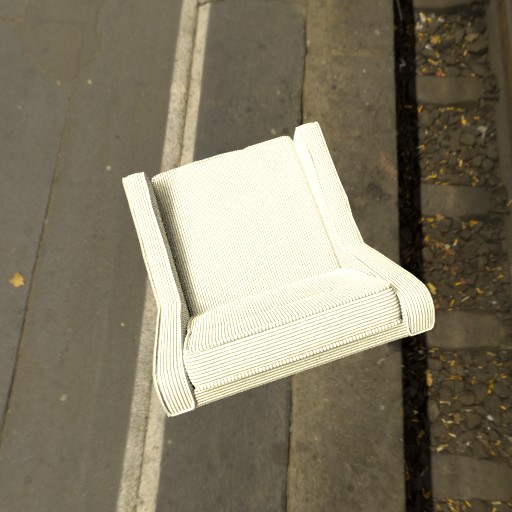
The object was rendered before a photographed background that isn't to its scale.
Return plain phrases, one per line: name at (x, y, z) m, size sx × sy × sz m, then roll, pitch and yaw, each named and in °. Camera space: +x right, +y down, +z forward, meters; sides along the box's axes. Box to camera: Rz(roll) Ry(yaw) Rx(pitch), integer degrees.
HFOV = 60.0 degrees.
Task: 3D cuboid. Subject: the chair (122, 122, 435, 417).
chair at (0.000, 0.000, 1.398) m, size 0.663 × 0.792 × 0.743 m, roll -17°, pitch 76°, yaw -5°
